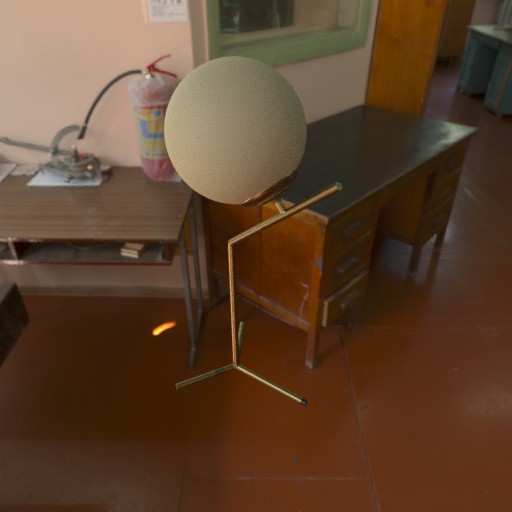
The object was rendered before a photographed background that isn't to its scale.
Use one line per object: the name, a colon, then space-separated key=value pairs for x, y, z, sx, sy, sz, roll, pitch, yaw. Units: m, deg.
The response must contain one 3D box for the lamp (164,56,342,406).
lamp: x=0.000 y=0.000 z=0.673 sx=0.251 sy=0.552 sz=0.210 roll=21 pitch=39 yaw=28
